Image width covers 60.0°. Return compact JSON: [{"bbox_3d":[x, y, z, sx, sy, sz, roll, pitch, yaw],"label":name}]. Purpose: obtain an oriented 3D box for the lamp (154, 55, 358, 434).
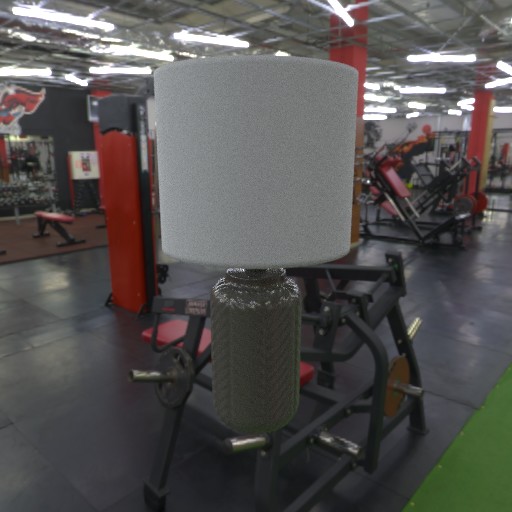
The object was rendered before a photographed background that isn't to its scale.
[{"bbox_3d":[0.000,0.000,0.492,0.203,0.389,0.203,12,18,43],"label":"lamp"}]
